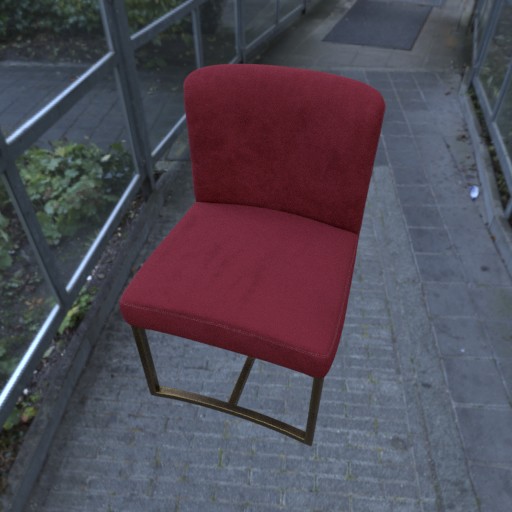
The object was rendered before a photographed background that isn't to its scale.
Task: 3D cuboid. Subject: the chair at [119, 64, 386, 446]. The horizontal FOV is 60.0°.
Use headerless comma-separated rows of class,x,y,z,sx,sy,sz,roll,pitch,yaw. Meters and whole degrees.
chair,0.000,0.000,1.186,0.530,0.824,0.560,13,43,14
